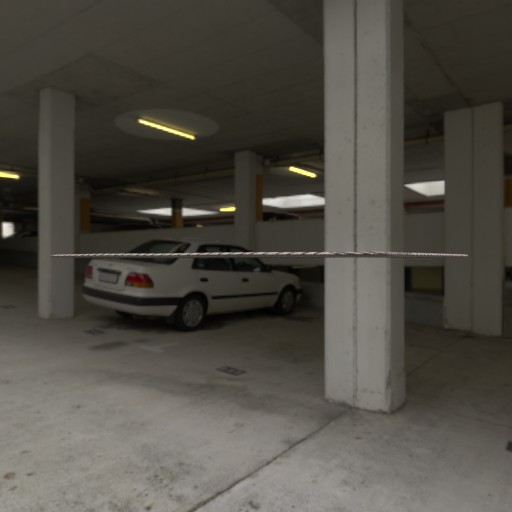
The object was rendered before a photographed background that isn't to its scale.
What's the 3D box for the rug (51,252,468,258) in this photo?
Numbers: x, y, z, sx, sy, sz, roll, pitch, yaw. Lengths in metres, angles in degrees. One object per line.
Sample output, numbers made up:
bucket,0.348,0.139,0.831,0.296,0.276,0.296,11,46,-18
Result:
rug,0.000,0.000,2.344,1.842,0.019,1.237,0,0,36
